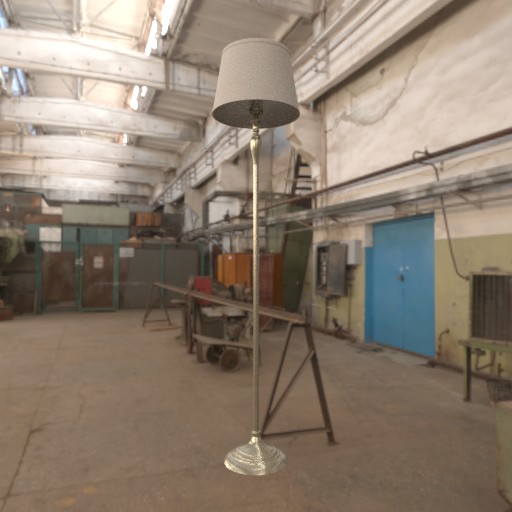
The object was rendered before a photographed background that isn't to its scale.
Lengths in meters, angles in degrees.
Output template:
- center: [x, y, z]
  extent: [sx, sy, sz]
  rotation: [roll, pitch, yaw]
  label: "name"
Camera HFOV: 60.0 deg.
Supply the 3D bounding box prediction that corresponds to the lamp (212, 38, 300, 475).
- center: [0.000, 0.000, 1.647]
  extent: [0.327, 1.506, 0.327]
  rotation: [0, -1, -18]
  label: "lamp"
